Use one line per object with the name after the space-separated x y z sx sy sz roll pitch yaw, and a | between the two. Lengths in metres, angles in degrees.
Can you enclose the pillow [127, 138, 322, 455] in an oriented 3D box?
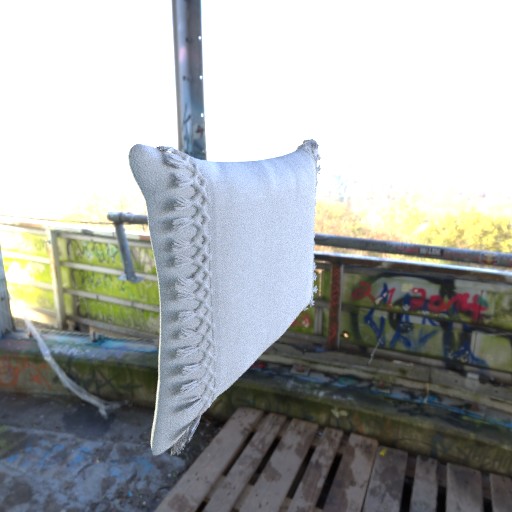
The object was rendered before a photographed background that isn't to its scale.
0.000 0.000 0.597 0.084 0.305 0.466 7 17 25 | pillow
